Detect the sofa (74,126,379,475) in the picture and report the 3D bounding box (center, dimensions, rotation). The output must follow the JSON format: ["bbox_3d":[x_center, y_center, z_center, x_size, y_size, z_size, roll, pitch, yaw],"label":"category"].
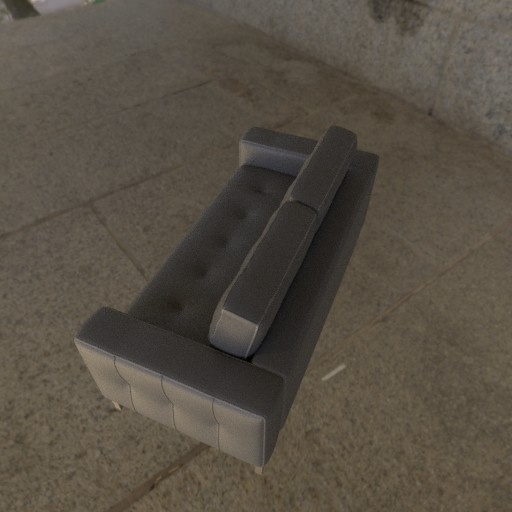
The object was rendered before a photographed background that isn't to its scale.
[{"bbox_3d":[0.000,0.000,2.248,0.833,0.892,1.726,18,49,16],"label":"sofa"}]
